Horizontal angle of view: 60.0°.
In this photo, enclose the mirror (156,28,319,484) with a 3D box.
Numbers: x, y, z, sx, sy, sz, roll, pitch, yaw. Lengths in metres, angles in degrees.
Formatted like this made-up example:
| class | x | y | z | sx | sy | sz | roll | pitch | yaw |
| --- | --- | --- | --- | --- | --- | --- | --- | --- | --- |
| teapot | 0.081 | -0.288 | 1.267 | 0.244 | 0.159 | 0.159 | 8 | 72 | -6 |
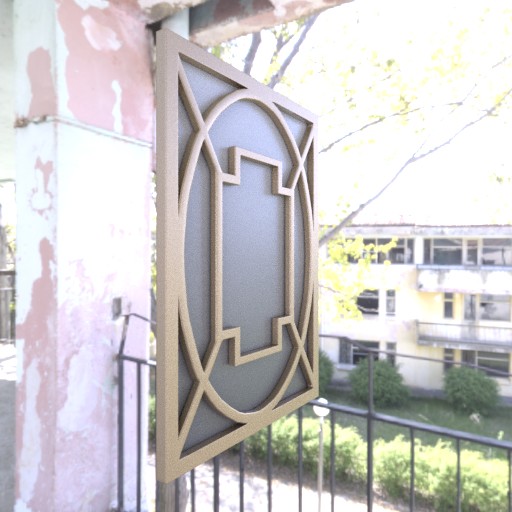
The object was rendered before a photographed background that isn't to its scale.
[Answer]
| class | x | y | z | sx | sy | sz | roll | pitch | yaw |
| --- | --- | --- | --- | --- | --- | --- | --- | --- | --- |
| mirror | 0.000 | 0.000 | 1.311 | 0.032 | 1.023 | 0.756 | 0 | 0 | 35 |
